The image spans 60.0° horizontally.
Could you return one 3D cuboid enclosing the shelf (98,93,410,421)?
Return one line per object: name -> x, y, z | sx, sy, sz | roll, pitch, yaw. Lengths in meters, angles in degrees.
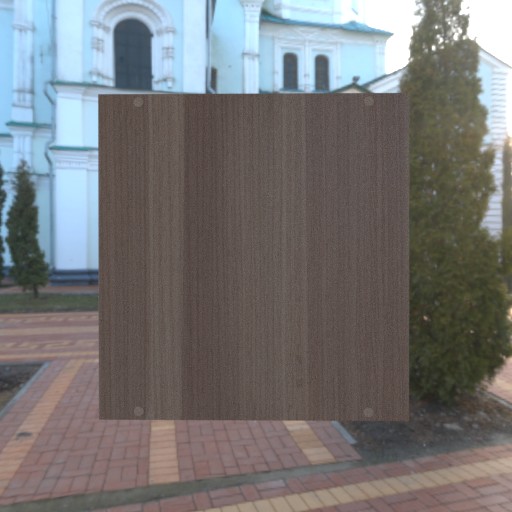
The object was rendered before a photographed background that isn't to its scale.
shelf -> 0.000, 0.000, 0.620 | 0.290, 0.305, 0.415 | 0, 0, 1
